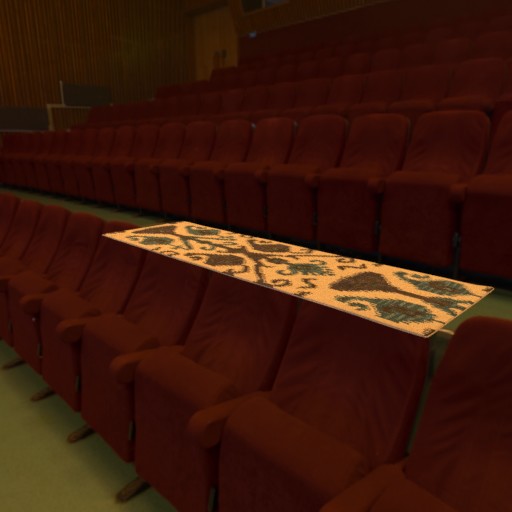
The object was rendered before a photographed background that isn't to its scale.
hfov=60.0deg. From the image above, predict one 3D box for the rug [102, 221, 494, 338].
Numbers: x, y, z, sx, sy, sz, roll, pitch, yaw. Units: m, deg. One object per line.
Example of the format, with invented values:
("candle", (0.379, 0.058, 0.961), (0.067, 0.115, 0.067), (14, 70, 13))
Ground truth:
("rug", (0.000, 0.000, 2.512), (2.301, 0.017, 0.692), (14, 21, 43))
